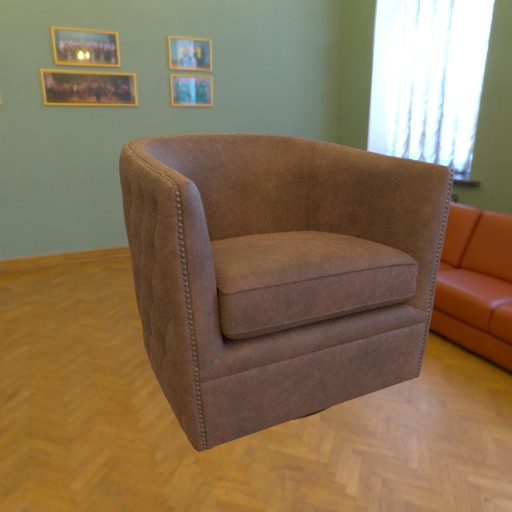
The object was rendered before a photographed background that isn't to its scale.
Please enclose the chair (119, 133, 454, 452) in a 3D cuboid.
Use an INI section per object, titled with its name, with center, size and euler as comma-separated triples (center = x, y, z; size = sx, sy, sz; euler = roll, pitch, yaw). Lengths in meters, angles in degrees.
[chair]
center = 0.000, 0.000, 1.513
size = 0.850, 0.790, 0.870
euler = -8, 19, -26
